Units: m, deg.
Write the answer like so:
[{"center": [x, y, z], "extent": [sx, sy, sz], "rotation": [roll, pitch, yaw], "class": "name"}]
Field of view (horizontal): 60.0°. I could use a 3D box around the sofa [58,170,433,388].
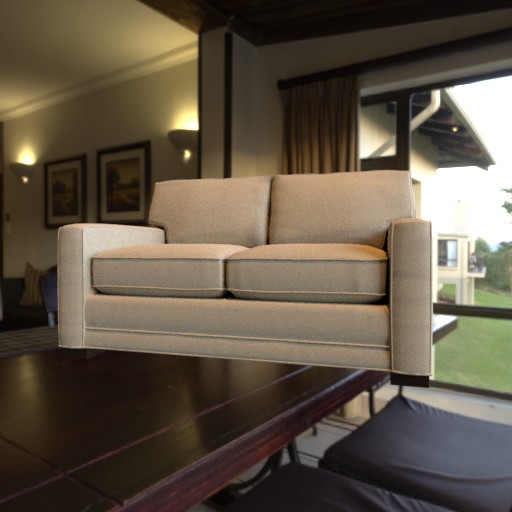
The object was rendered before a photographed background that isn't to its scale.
[{"center": [0.000, 0.000, 2.089], "extent": [1.484, 0.853, 0.942], "rotation": [0, 1, 17], "class": "sofa"}]
